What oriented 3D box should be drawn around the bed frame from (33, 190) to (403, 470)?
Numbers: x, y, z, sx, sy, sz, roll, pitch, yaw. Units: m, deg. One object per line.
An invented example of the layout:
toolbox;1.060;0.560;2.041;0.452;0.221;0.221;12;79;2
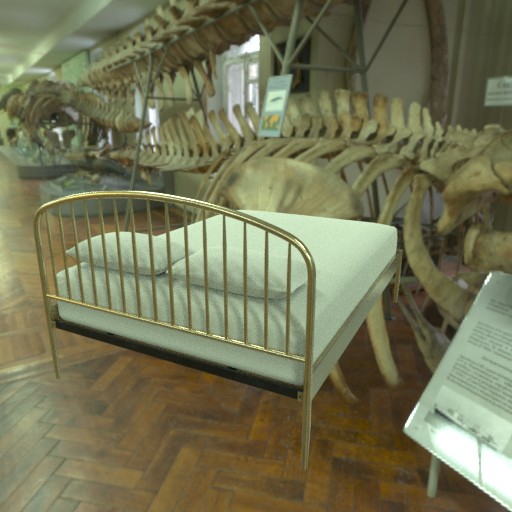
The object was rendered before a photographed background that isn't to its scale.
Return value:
bed frame;0.000;0.000;3.044;1.612;1.175;2.152;9;19;26
